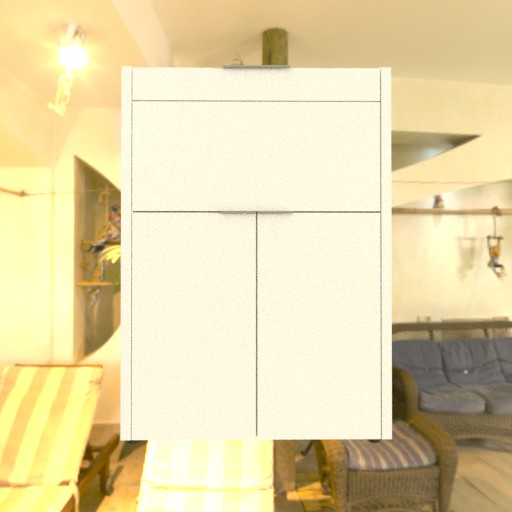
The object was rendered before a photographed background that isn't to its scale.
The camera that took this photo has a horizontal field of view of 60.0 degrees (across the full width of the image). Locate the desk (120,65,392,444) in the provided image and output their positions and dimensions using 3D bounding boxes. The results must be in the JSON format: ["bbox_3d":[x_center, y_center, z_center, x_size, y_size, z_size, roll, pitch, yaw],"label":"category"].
[{"bbox_3d":[0.000,0.000,1.572,0.850,1.190,0.390,0,0,-1],"label":"desk"}]
